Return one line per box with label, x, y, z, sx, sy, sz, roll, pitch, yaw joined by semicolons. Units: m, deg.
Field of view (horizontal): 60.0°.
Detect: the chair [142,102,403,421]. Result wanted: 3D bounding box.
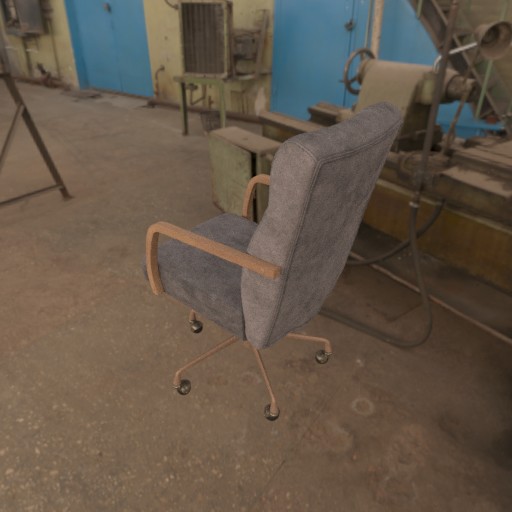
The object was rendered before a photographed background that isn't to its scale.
chair;0.000;0.000;1.531;0.741;1.029;0.640;22;37;31
